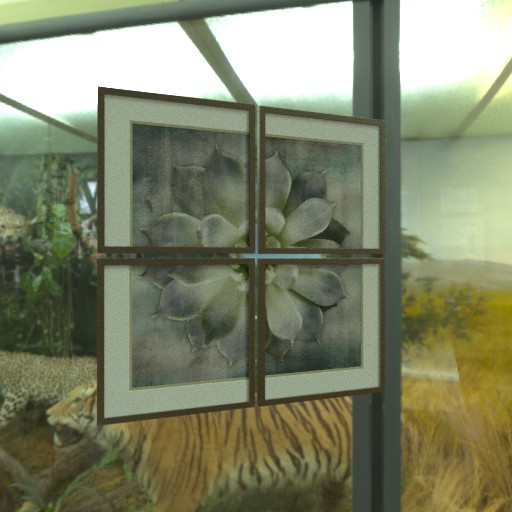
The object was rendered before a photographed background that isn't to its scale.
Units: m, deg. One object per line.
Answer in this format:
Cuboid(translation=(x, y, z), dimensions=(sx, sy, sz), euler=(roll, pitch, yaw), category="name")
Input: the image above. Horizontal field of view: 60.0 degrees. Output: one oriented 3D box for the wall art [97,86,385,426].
Cuboid(translation=(0.000, 0.000, 1.528), dimensions=(1.032, 1.032, 0.030), euler=(0, 0, -19), category="wall art")
